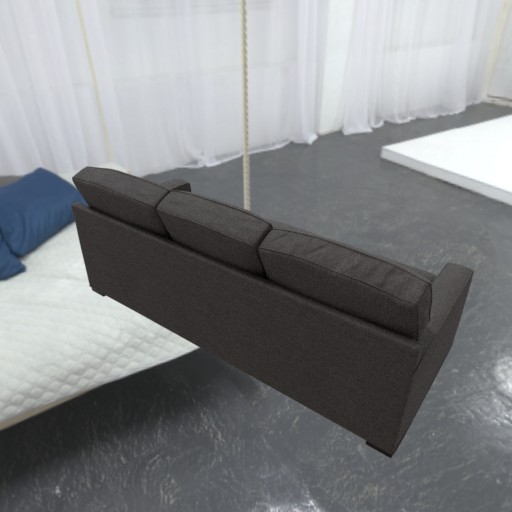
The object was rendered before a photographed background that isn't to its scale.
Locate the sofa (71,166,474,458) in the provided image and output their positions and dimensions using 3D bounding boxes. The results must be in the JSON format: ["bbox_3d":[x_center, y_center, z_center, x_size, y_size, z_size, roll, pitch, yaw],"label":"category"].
[{"bbox_3d":[0.000,0.000,2.816,2.369,0.978,1.004,21,37,31],"label":"sofa"}]
